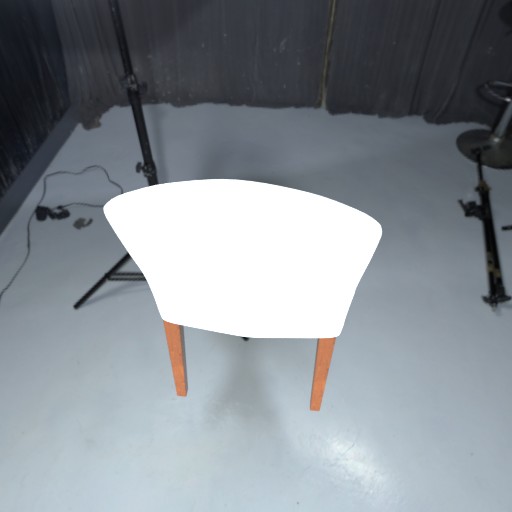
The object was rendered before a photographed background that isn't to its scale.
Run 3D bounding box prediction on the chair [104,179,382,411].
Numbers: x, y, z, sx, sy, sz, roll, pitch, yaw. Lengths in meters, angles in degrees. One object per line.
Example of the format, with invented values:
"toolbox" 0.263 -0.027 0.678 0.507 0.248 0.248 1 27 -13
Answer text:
"chair" 0.000 0.000 1.164 0.472 0.893 0.540 5 48 4
